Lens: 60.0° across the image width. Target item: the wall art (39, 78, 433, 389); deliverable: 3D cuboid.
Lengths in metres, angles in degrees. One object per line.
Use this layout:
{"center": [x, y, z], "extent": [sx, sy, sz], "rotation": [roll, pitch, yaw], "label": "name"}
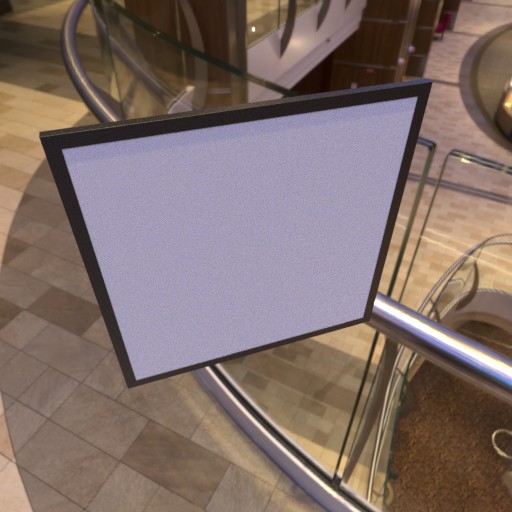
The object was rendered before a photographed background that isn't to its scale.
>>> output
{"center": [0.000, 0.000, 1.147], "extent": [0.807, 0.807, 0.022], "rotation": [-13, 43, -14], "label": "wall art"}
